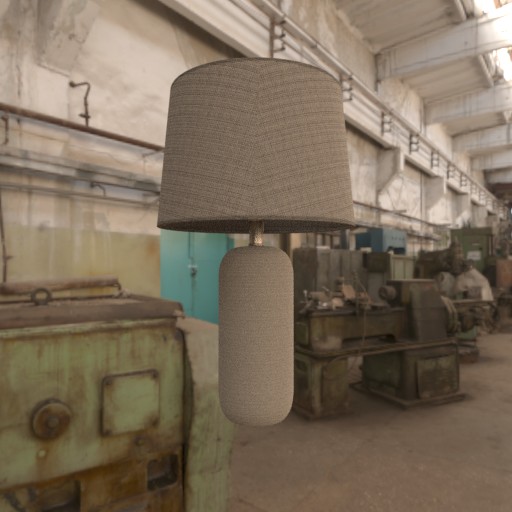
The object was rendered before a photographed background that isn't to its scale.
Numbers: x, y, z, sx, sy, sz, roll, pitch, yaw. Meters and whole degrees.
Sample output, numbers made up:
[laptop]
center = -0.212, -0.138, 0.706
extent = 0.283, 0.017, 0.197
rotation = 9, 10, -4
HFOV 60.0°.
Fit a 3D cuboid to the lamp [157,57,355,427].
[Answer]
[lamp]
center = 0.000, 0.000, 0.838
extent = 0.367, 0.609, 0.367
rotation = 0, -1, 0
